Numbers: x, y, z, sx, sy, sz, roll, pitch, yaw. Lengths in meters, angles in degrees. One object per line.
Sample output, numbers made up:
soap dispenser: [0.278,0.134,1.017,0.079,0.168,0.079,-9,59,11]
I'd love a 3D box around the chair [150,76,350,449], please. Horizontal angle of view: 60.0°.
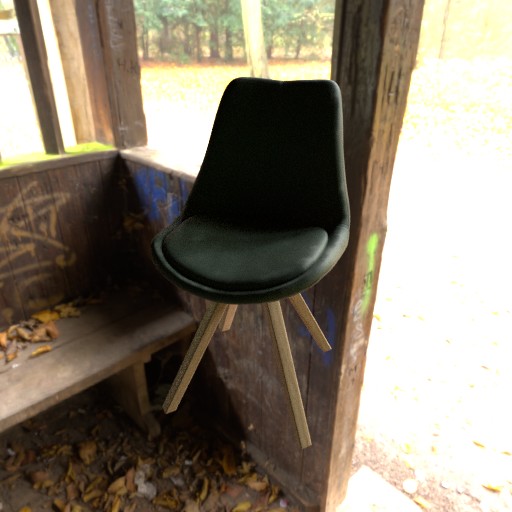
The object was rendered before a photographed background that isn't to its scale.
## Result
chair: [0.000,0.000,1.216,0.483,0.865,0.547,8,29,16]
